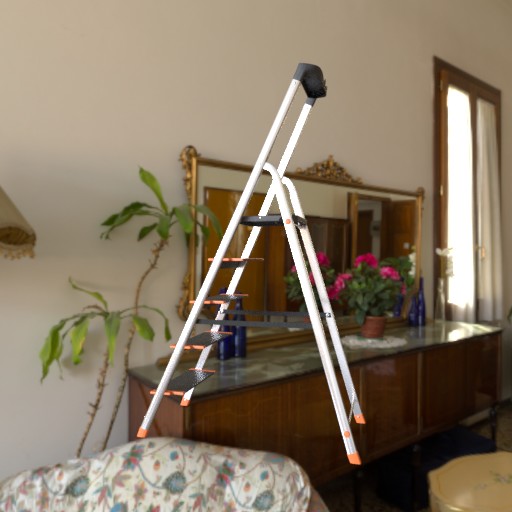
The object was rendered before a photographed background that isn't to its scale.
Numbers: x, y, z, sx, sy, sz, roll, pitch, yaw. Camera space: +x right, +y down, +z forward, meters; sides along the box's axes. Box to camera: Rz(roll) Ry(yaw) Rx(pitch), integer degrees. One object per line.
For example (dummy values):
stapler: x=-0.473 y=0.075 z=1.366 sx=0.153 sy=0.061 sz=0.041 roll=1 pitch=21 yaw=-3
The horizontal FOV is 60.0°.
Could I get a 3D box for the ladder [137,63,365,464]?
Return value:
ladder: x=0.000 y=0.000 z=2.113 sx=0.995 sy=1.646 sz=0.480 roll=0 pitch=0 yaw=16
